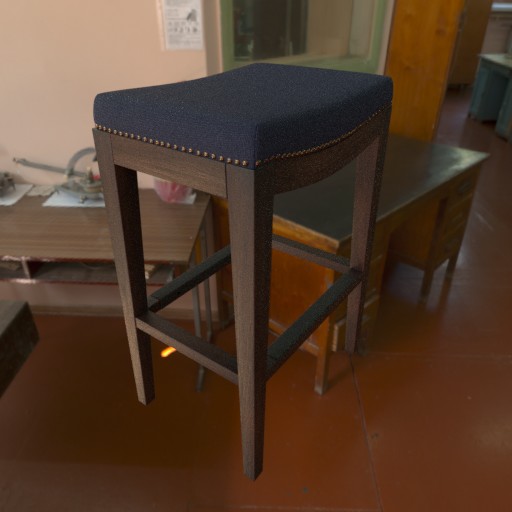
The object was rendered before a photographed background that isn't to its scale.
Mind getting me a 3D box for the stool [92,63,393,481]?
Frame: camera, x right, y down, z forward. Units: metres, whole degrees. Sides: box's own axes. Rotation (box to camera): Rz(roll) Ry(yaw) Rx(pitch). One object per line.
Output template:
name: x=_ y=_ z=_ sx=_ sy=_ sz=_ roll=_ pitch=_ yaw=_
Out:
stool: x=0.000 y=0.000 z=0.995 sx=0.358 sy=0.740 sz=0.498 roll=21 pitch=37 yaw=30
